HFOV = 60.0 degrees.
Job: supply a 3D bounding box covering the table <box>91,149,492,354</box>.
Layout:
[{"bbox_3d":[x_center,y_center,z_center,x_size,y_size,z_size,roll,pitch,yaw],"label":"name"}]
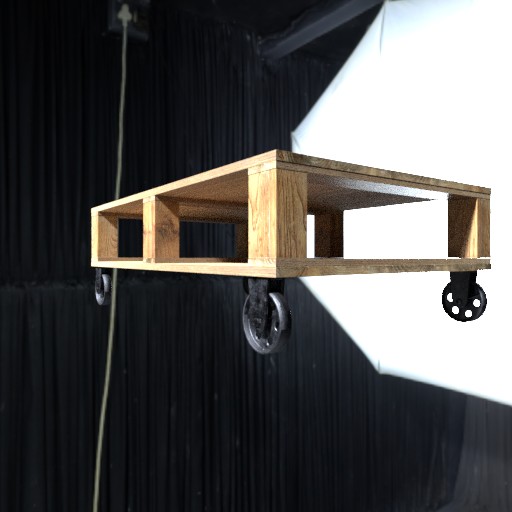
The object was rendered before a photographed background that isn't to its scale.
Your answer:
[{"bbox_3d":[0.000,0.000,1.632,0.827,0.413,1.299,0,0,-35],"label":"table"}]
